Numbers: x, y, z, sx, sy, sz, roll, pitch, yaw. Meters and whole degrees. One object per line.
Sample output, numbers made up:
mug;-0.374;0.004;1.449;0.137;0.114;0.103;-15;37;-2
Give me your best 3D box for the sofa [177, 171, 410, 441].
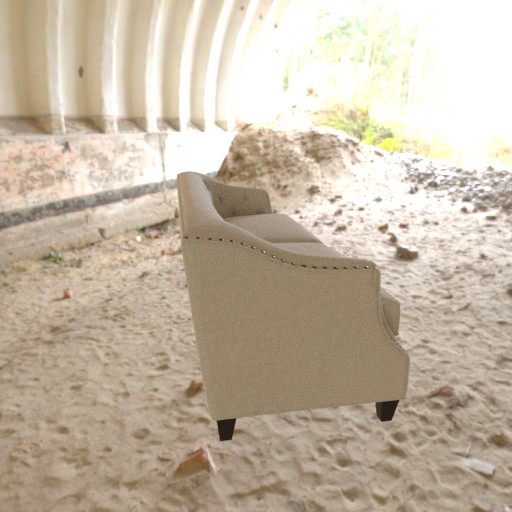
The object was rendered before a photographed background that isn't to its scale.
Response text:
sofa;0.000;0.000;2.735;0.914;0.901;2.235;-3;16;-10
